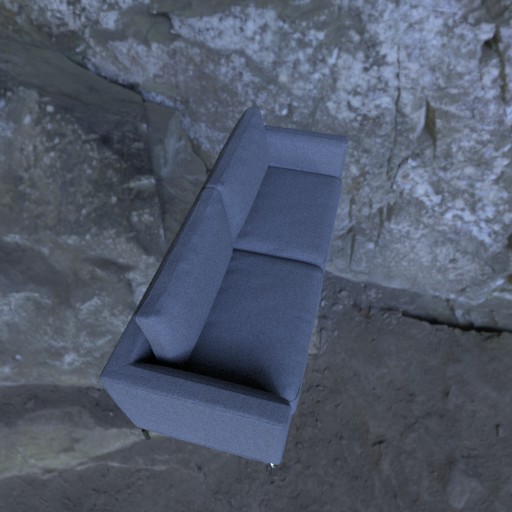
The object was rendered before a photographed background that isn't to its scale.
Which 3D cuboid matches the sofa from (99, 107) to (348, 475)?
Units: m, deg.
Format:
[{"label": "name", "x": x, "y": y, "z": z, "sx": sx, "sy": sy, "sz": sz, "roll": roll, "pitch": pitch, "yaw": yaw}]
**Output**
[{"label": "sofa", "x": 0.000, "y": 0.000, "z": 2.765, "sx": 0.869, "sy": 1.002, "sz": 2.212, "roll": 11, "pitch": 48, "yaw": 10}]
